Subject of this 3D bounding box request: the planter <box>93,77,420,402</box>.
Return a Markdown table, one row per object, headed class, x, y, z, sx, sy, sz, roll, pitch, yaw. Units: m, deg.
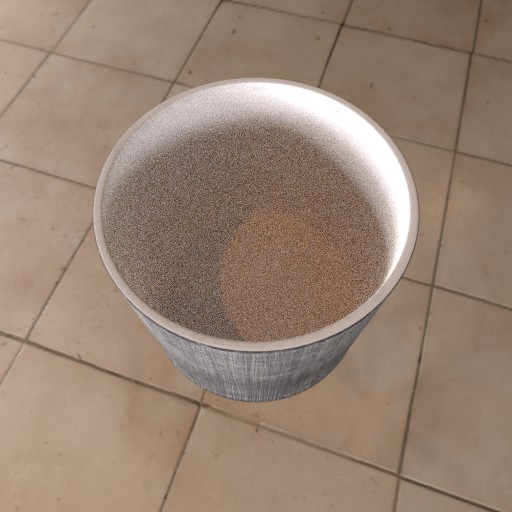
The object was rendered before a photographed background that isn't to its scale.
| class | x | y | z | sx | sy | sz | roll | pitch | yaw |
| --- | --- | --- | --- | --- | --- | --- | --- | --- | --- |
| planter | 0.000 | 0.000 | 0.314 | 0.178 | 0.157 | 0.178 | 0 | 63 | 0 |
